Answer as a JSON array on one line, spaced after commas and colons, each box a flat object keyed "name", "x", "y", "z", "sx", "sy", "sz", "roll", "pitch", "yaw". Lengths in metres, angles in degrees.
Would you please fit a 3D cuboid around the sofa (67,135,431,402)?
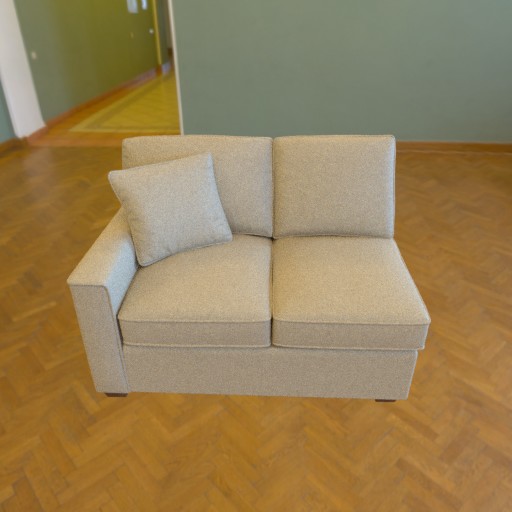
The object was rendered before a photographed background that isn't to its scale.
[{"name": "sofa", "x": 0.000, "y": 0.000, "z": 2.103, "sx": 1.388, "sy": 0.989, "sz": 0.991, "roll": 1, "pitch": 30, "yaw": 1}]
